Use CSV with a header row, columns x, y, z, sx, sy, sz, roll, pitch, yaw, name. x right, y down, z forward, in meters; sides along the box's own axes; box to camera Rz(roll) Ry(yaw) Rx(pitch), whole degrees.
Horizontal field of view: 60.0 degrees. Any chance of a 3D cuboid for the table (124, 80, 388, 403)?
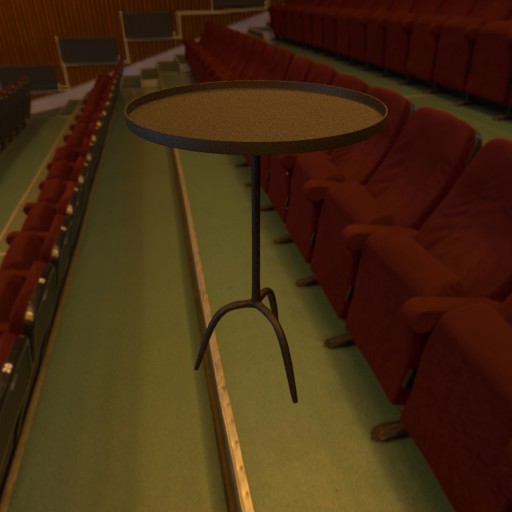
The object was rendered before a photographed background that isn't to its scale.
x,y,z,sx,sy,sz,roll,pitch,yaw,name
0.000,0.000,1.051,0.502,0.700,0.502,-7,32,-11,table
